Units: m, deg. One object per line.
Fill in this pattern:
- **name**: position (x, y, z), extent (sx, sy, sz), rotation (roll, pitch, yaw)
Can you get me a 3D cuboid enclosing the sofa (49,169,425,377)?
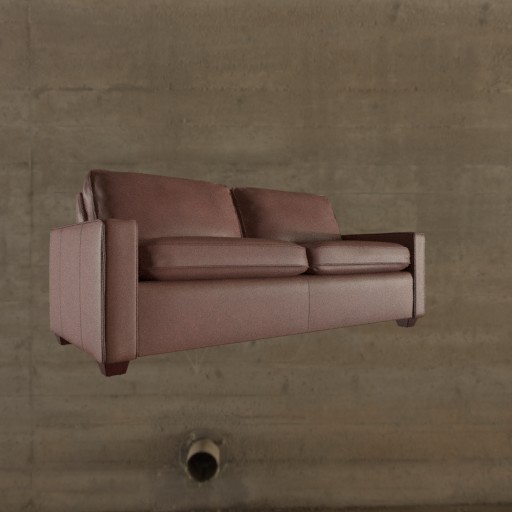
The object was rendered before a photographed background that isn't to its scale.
- **sofa**: position (0.000, 0.000, 2.580), extent (2.080, 0.919, 0.940), rotation (0, 0, -36)
